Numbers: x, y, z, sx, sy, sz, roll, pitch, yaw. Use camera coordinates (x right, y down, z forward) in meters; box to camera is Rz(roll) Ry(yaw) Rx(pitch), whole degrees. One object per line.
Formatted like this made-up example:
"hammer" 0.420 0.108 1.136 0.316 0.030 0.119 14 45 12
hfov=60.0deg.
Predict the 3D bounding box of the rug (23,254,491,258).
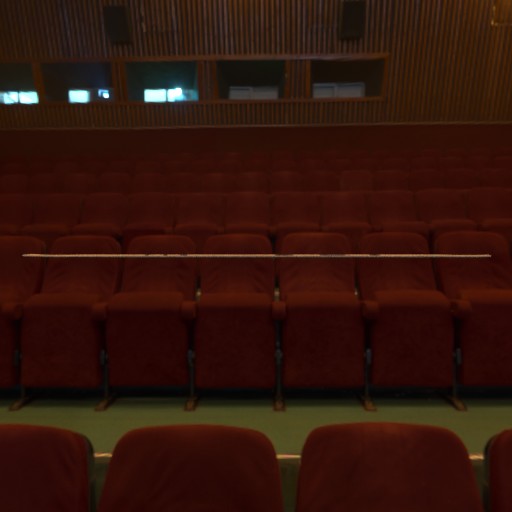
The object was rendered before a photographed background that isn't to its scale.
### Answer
"rug" 0.000 0.000 2.510 2.301 0.017 0.692 0 0 1
